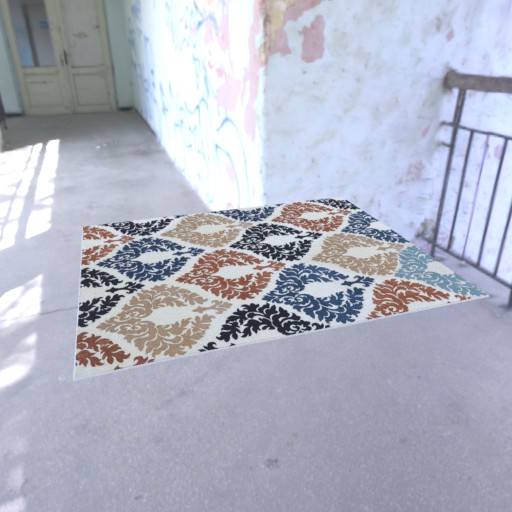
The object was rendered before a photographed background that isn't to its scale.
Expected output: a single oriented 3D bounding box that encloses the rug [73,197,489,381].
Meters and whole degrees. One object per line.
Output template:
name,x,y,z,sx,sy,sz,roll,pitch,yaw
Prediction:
rug,0.000,0.000,4.041,3.040,0.014,2.423,-8,28,-16
